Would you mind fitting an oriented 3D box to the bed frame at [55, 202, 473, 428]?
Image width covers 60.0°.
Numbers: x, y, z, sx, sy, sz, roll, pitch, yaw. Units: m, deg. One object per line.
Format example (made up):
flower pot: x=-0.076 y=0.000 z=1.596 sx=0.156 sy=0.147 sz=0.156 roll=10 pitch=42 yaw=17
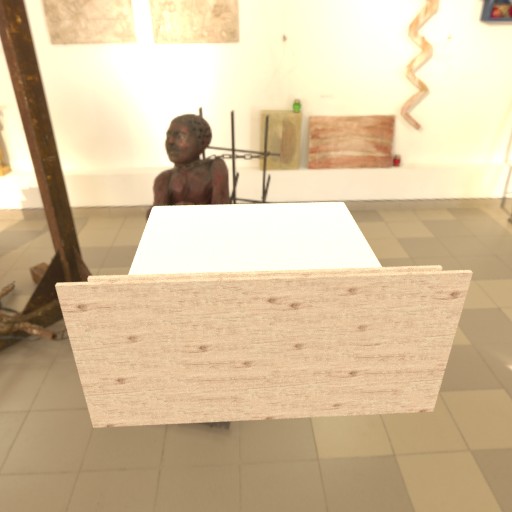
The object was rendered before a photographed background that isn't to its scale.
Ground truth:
bed frame: x=0.000 y=0.000 z=3.197 sx=1.950 sy=0.970 sz=2.080 roll=-2 pitch=30 yaw=-3
